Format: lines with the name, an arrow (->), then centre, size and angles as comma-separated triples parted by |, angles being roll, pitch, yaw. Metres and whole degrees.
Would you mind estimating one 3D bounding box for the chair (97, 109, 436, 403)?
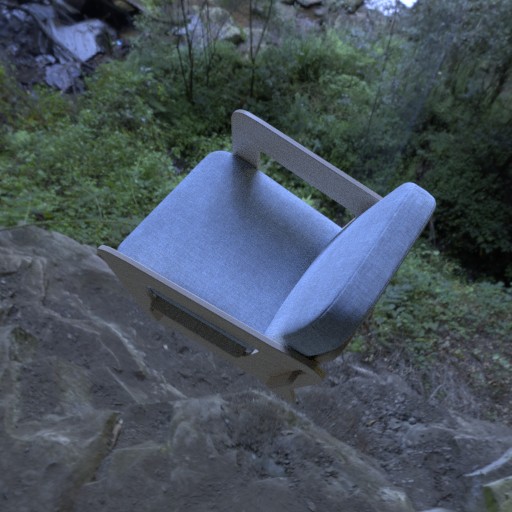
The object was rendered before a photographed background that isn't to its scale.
chair -> 0.000, 0.000, 1.301 | 0.710, 0.800, 0.590 | 33, 67, 15
